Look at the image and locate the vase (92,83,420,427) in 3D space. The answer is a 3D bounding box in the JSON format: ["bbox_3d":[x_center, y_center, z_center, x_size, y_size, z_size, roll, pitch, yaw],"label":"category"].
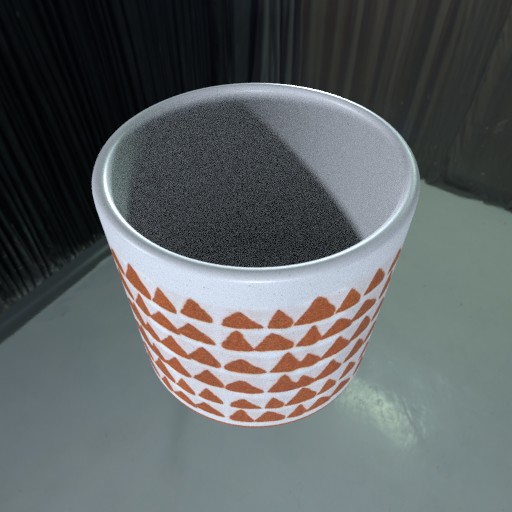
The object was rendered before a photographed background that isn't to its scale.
[{"bbox_3d":[0.000,0.000,0.235,0.137,0.127,0.137,0,48,0],"label":"vase"}]
